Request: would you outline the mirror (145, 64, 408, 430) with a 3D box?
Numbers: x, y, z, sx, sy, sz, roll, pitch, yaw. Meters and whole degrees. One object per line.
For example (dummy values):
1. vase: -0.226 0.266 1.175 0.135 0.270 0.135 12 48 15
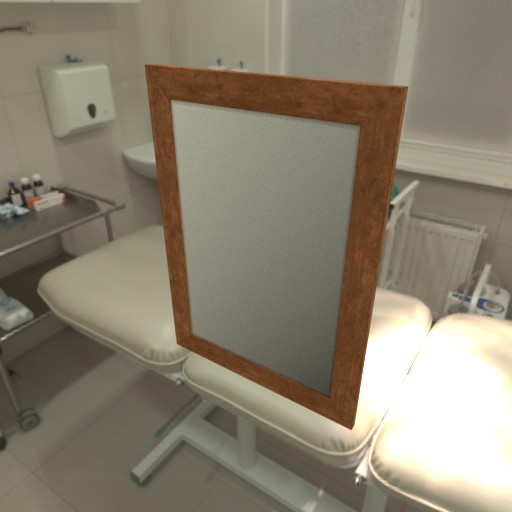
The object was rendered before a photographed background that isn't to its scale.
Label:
1. mirror: 0.000 0.000 1.432 0.796 1.099 0.028 18 34 29
